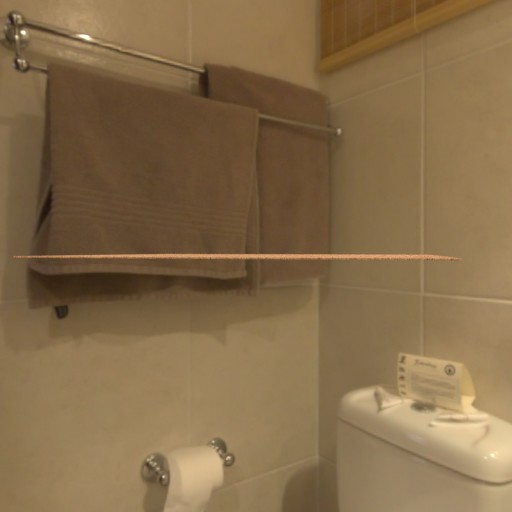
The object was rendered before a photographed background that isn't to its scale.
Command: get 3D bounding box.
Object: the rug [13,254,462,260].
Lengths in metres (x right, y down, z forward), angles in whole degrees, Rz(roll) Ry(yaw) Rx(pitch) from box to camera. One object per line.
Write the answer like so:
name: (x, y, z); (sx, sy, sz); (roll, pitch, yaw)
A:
rug: (0.000, 0.000, 4.137); (3.205, 0.013, 2.448); (0, 1, 18)
